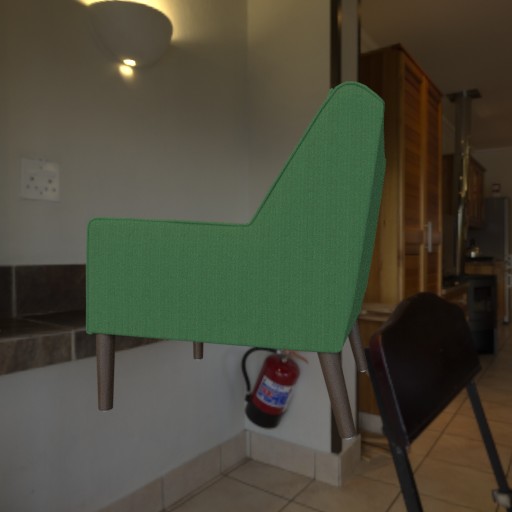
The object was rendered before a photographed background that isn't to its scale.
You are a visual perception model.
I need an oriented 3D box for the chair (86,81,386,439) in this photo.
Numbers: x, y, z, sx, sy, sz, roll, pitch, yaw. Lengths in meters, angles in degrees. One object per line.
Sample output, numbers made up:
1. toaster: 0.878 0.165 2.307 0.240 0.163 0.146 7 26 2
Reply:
1. chair: 0.000 0.000 1.325 0.743 0.792 0.663 0 0 17
